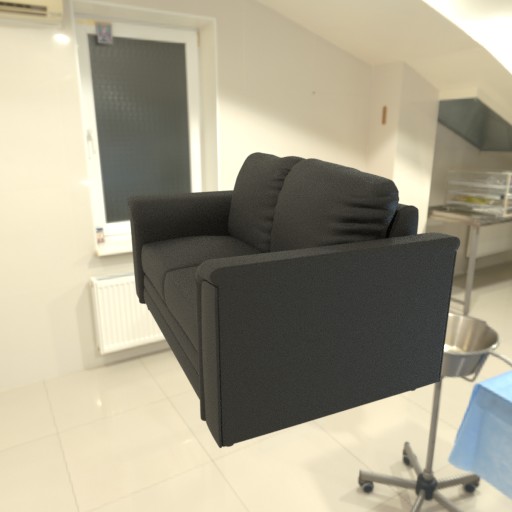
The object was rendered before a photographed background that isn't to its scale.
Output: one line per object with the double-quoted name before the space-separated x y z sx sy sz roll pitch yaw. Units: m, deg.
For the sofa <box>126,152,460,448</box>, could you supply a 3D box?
"sofa" 0.000 0.000 1.962 0.887 0.845 1.386 -7 18 -23
